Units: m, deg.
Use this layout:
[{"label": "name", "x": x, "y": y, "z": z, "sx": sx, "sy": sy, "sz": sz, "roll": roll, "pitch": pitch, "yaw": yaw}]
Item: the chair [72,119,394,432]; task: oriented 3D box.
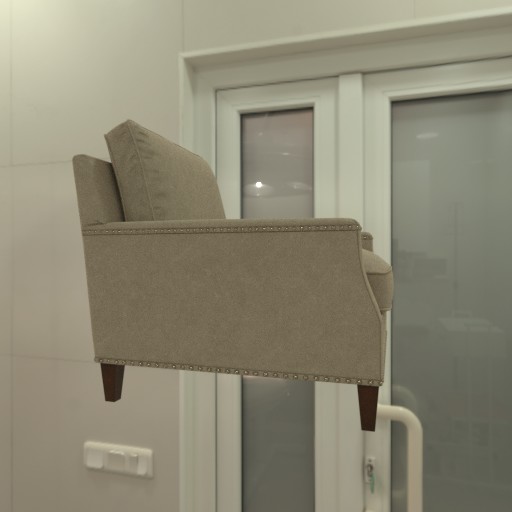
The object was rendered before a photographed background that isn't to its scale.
[{"label": "chair", "x": 0.000, "y": 0.000, "z": 1.707, "sx": 1.014, "sy": 0.943, "sz": 0.853, "roll": 0, "pitch": 0, "yaw": 17}]
